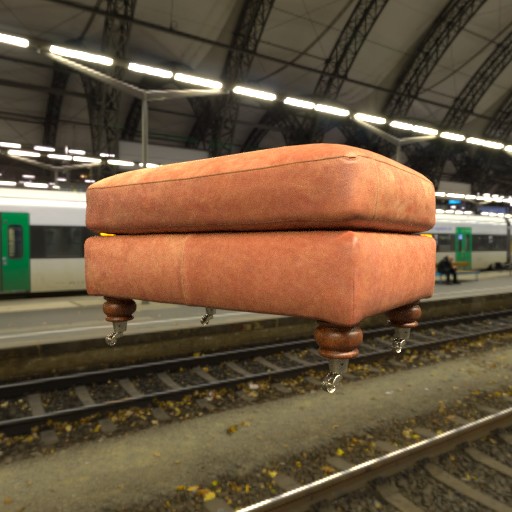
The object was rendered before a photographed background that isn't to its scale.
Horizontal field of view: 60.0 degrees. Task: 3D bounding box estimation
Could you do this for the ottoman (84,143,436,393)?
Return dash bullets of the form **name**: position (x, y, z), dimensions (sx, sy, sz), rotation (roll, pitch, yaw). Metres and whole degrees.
- **ottoman**: position (0.000, 0.000, 1.224), dimensions (0.852, 0.507, 0.565), rotation (1, 2, 36)
